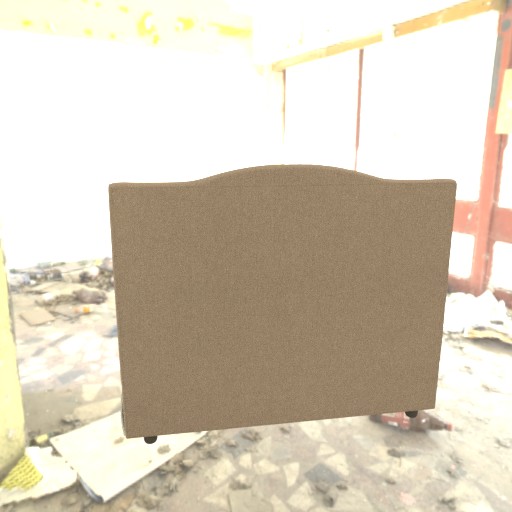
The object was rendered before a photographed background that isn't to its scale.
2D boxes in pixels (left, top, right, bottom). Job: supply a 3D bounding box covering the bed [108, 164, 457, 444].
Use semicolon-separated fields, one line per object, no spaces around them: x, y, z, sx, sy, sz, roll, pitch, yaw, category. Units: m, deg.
0.000;0.000;3.329;1.821;1.436;2.282;-2;14;-9;bed
